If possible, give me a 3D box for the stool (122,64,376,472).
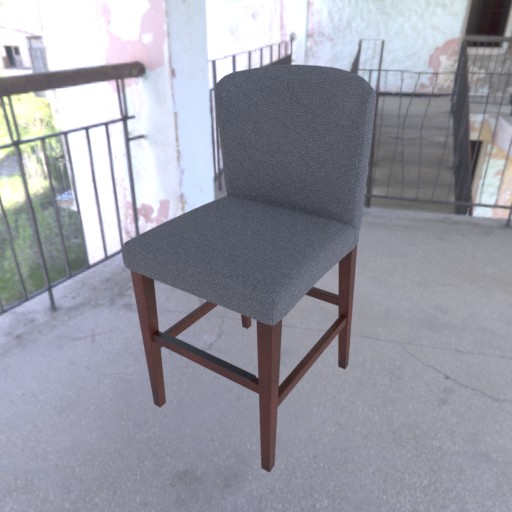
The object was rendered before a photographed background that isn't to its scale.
[{"bbox_3d":[0.000,0.000,1.262,0.479,0.968,0.568,17,32,30],"label":"stool"}]
